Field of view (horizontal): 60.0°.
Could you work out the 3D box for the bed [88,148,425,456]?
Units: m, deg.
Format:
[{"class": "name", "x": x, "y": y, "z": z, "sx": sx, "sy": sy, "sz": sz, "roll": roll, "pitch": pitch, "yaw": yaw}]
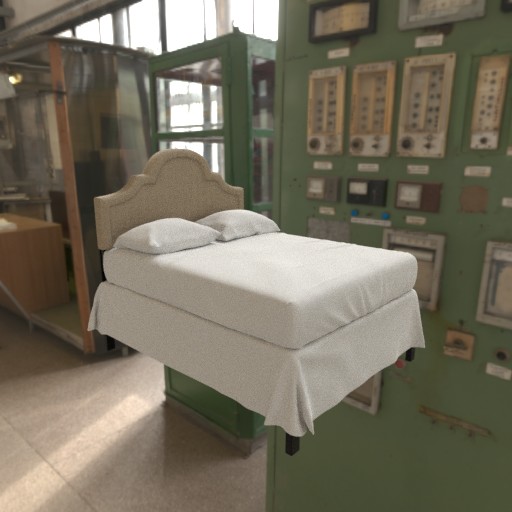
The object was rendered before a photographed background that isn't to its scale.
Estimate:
[{"class": "bed", "x": 0.000, "y": 0.000, "z": 3.434, "sx": 2.222, "sy": 1.634, "sz": 1.780, "roll": 12, "pitch": 18, "yaw": 41}]
